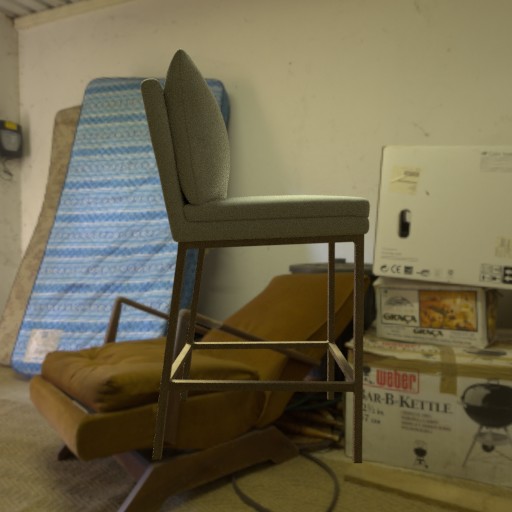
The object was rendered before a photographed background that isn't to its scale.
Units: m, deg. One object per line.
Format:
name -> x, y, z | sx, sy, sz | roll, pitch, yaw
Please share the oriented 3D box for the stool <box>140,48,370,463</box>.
stool -> 0.000, 0.000, 1.316 | 0.572, 1.032, 0.463 | 0, 2, 0
